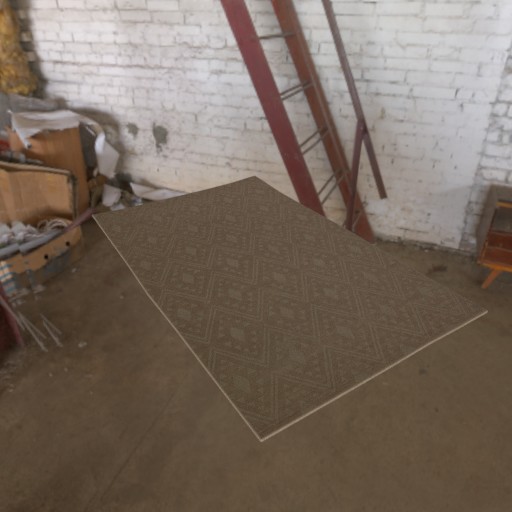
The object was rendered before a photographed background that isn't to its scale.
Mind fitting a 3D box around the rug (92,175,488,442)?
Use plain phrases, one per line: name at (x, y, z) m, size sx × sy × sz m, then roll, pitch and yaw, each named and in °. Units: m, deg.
rug at (0.000, 0.000, 3.011) m, size 1.553 × 0.053 × 2.430 m, roll -19°, pitch 36°, yaw -28°
